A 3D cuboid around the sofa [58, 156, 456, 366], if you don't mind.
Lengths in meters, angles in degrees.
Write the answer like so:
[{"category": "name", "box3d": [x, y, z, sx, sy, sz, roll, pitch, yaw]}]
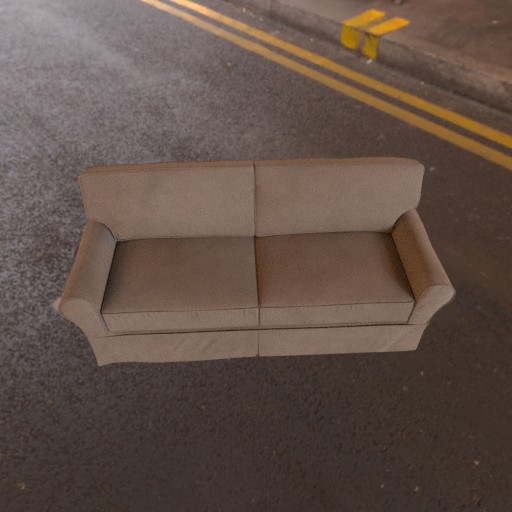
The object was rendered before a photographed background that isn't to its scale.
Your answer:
[{"category": "sofa", "box3d": [0.000, 0.000, 2.819, 2.246, 1.014, 0.900, -2, 46, -2]}]
